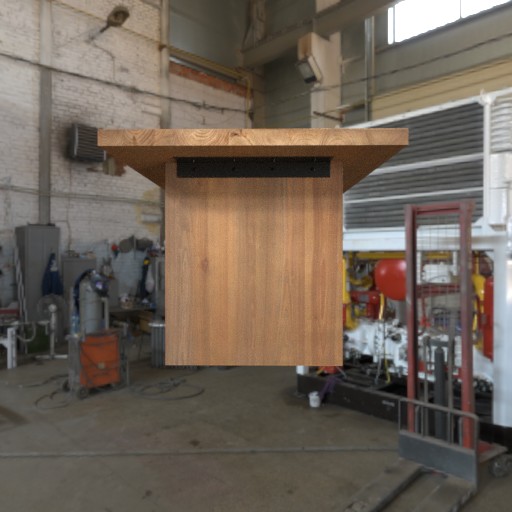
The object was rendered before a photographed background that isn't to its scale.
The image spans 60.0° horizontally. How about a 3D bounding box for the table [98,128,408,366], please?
[{"bbox_3d":[0.000,0.000,2.154,0.946,0.780,1.609,0,0,1],"label":"table"}]
